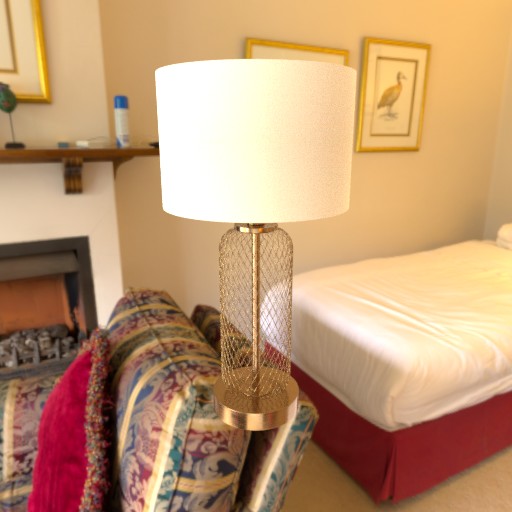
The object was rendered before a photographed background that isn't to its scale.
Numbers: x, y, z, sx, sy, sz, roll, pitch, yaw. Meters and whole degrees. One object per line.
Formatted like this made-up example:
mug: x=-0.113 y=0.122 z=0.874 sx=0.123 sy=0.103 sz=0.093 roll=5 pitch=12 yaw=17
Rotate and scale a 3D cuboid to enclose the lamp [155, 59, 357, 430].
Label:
lamp: x=0.000 y=0.000 z=0.633 sx=0.252 sy=0.483 sz=0.252 roll=7 pitch=17 yaw=24
